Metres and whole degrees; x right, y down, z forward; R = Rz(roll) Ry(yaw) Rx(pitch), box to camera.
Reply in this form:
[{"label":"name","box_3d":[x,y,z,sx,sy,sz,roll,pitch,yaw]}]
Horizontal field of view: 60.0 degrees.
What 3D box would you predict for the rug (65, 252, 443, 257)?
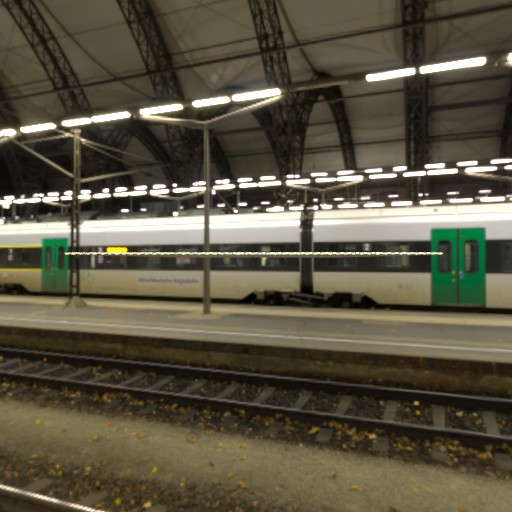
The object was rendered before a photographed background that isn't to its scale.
[{"label":"rug","box_3d":[0.000,0.000,2.998,1.524,0.010,2.438,0,0,1]}]
